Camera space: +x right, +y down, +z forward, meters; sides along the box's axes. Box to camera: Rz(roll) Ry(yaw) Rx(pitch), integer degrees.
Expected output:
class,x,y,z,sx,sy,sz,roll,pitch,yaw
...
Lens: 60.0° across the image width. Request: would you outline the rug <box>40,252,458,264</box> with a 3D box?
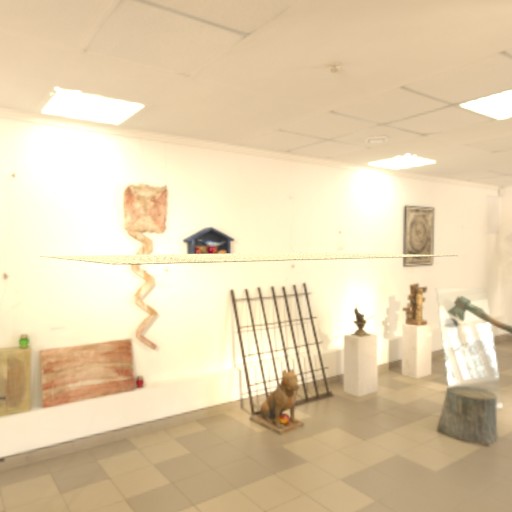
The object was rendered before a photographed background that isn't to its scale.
class,x,y,z,sx,sy,sz,roll,pitch,yaw
rug,0.000,0.000,3.040,2.439,0.005,1.524,-1,2,-36
